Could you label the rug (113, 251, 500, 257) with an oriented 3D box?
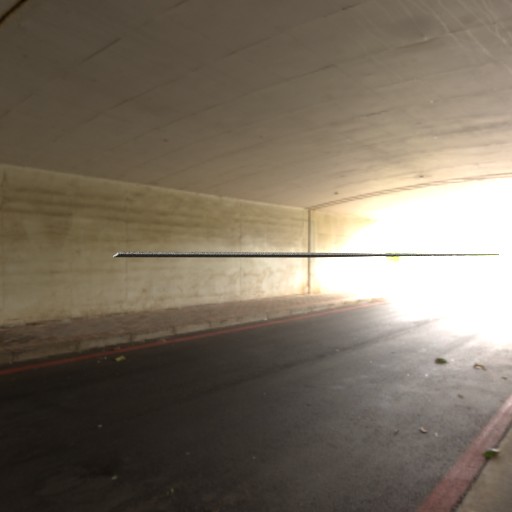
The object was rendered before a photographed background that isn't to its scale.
[{"bbox_3d":[0.000,0.000,4.013,2.447,0.014,3.061,0,0,-18],"label":"rug"}]
